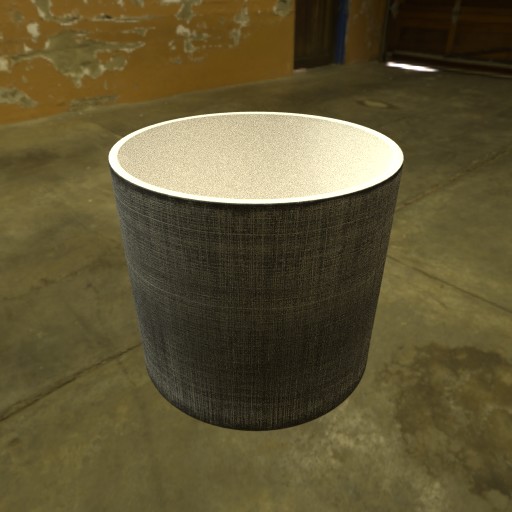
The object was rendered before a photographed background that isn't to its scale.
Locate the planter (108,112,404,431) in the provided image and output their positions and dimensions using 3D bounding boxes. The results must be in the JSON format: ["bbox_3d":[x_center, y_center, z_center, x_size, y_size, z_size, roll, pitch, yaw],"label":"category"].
[{"bbox_3d":[0.000,0.000,0.395,0.221,0.201,0.221,0,31,0],"label":"planter"}]
